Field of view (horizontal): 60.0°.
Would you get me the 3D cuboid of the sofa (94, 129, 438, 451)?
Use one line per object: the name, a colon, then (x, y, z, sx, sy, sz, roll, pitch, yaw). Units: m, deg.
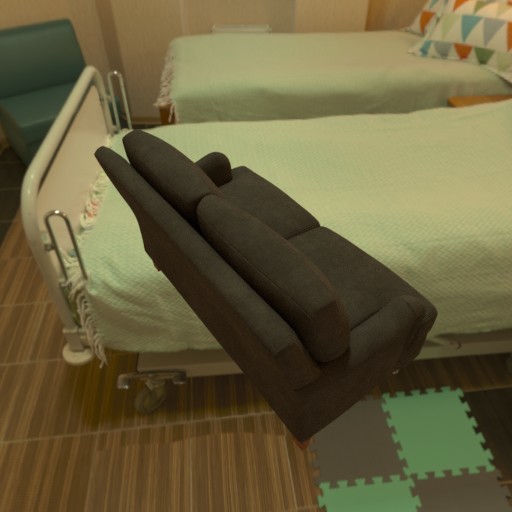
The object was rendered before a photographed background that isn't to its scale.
sofa: (0.000, 0.000, 2.585, 1.084, 1.101, 1.853, -25, 48, -26)
